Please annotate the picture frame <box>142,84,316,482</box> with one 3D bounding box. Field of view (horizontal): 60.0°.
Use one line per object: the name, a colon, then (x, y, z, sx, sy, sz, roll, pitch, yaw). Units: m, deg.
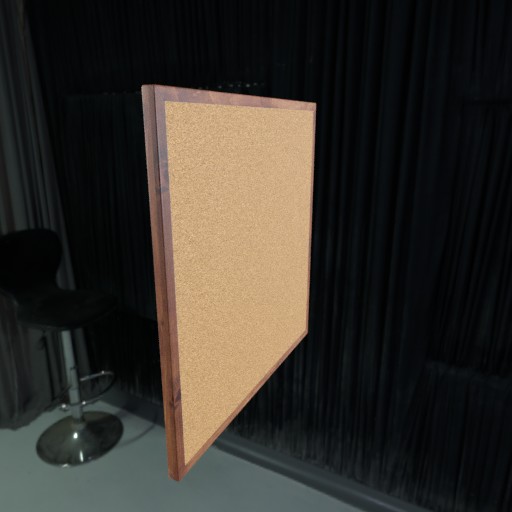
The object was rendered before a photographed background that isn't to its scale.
picture frame: (0.000, 0.000, 1.207, 0.029, 0.817, 0.810, 8, 19, 25)
